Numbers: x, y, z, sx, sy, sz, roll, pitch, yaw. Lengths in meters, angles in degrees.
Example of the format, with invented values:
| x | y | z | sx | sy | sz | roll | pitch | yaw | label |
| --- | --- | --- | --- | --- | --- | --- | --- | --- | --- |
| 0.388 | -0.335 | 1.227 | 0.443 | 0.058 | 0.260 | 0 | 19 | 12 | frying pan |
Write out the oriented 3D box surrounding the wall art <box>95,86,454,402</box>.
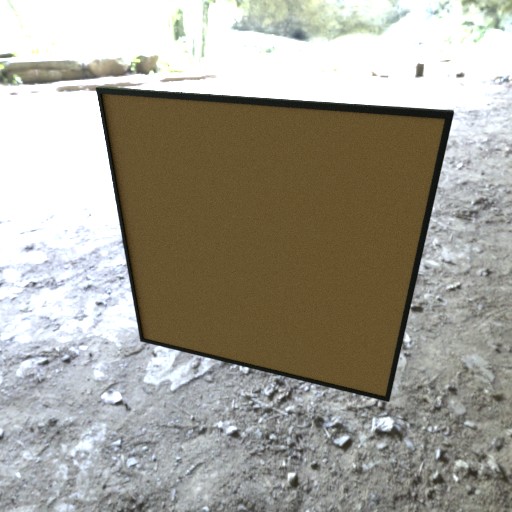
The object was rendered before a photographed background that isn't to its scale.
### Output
| x | y | z | sx | sy | sz | roll | pitch | yaw | label |
| --- | --- | --- | --- | --- | --- | --- | --- | --- | --- |
| 0.000 | 0.000 | 0.666 | 0.458 | 0.457 | 0.013 | 10 | 32 | 16 | wall art |
